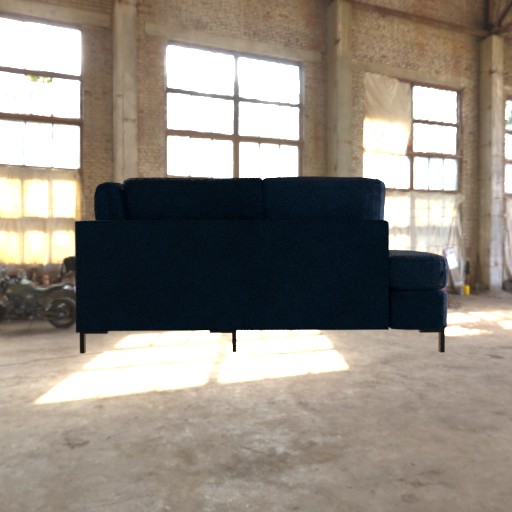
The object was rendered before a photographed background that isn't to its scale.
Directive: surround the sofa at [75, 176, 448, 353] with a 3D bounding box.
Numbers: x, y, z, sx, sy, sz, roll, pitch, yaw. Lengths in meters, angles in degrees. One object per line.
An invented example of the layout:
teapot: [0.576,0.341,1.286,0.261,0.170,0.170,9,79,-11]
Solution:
sofa: [0.000,0.000,4.108,2.055,0.992,3.434,0,1,-2]
